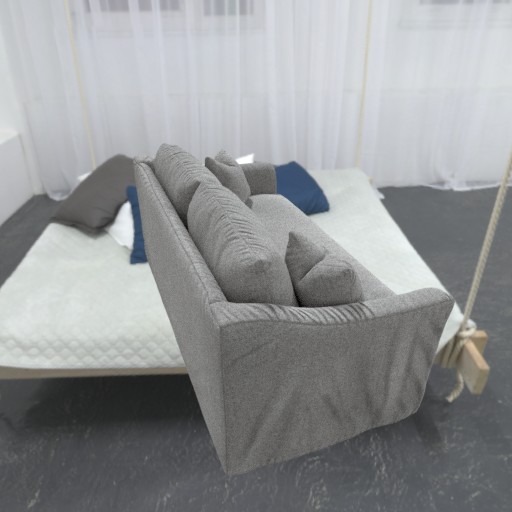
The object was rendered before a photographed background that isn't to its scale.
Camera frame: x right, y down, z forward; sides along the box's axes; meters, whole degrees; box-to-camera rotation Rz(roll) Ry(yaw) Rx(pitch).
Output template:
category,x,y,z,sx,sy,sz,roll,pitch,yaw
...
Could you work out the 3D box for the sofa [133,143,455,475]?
category,x,y,z,sx,sy,sz,roll,pitch,yaw
sofa,0.000,0.000,2.596,1.072,1.018,2.010,-11,32,-19
